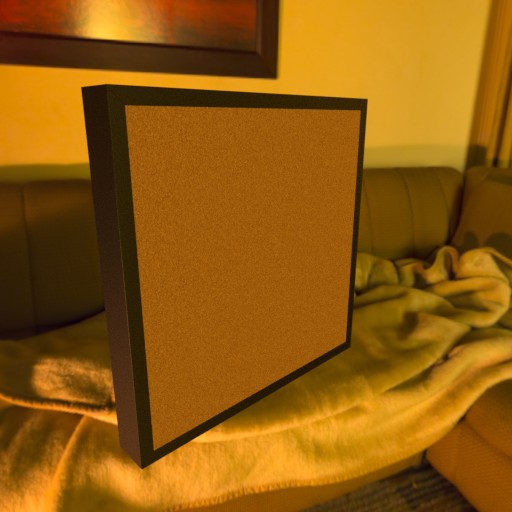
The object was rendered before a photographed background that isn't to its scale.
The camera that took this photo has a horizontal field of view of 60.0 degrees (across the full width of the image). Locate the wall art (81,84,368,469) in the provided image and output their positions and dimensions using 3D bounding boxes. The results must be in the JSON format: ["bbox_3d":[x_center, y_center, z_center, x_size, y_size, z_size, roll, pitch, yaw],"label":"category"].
[{"bbox_3d":[0.000,0.000,0.442,0.304,0.304,0.038,-16,23,-42],"label":"wall art"}]
